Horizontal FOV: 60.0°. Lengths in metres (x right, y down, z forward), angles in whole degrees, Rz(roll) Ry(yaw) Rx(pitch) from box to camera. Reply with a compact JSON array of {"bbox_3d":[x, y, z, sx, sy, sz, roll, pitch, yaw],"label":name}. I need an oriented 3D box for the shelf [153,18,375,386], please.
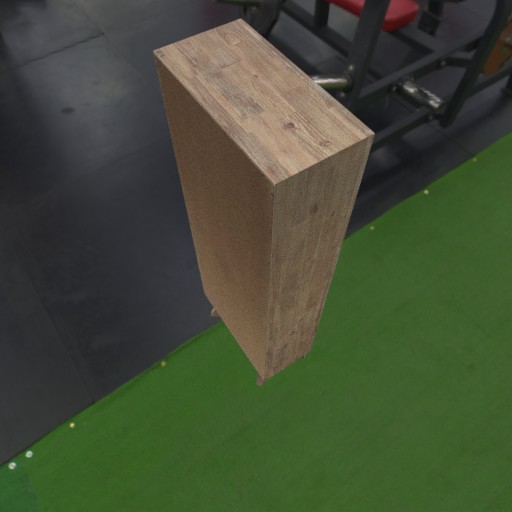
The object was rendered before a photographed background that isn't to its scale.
[{"bbox_3d":[0.000,0.000,1.517,0.267,1.342,0.491,-29,62,-17],"label":"shelf"}]
